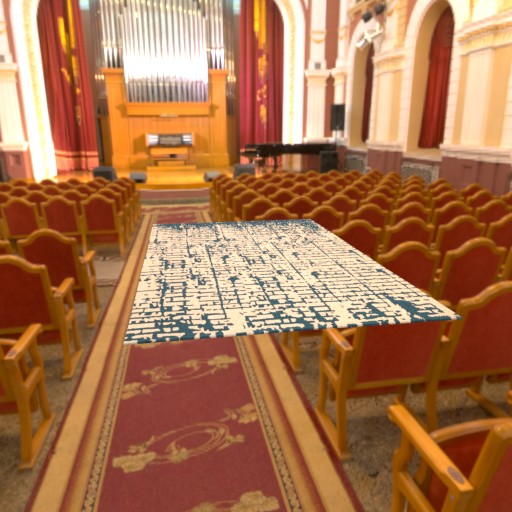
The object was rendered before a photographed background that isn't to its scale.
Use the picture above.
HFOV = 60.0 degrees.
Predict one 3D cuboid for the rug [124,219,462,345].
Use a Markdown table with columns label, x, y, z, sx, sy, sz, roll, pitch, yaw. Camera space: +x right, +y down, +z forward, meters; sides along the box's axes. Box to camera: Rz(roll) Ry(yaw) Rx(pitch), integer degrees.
| label | x | y | z | sx | sy | sz | roll | pitch | yaw |
| --- | --- | --- | --- | --- | --- | --- | --- | --- | --- |
| rug | 0.000 | 0.000 | 3.079 | 1.517 | 0.011 | 2.435 | -3 | 16 | -10 |
